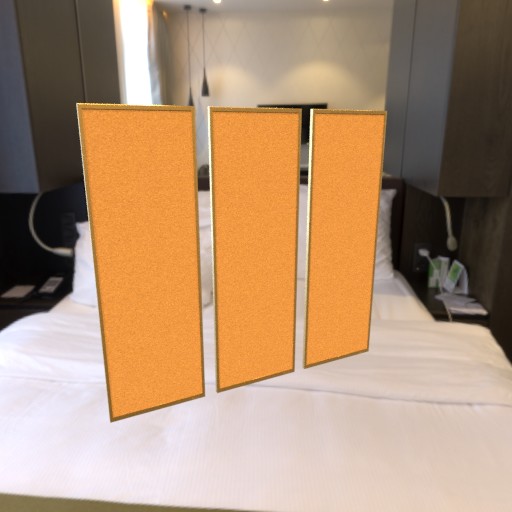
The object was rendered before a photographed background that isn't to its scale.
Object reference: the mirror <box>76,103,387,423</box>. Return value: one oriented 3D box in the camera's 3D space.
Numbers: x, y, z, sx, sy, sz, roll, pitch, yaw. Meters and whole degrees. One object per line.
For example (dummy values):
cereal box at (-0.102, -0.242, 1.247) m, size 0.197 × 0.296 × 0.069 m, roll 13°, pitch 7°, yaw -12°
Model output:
mirror at (0.000, 0.000, 1.460) m, size 1.011 × 0.926 × 0.023 m, roll -8°, pitch 18°, yaw -26°
